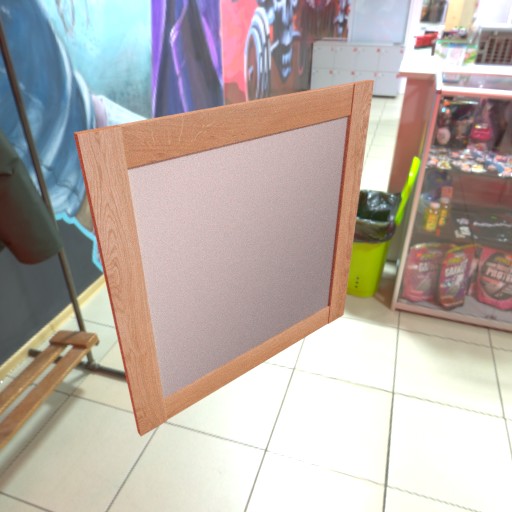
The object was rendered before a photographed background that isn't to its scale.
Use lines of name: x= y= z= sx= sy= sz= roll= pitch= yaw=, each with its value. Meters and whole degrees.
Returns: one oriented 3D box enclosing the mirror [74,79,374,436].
mirror: x=0.000 y=0.000 z=1.184 sx=0.800 sy=0.800 sz=0.020 roll=-23 pitch=38 yaw=-33
